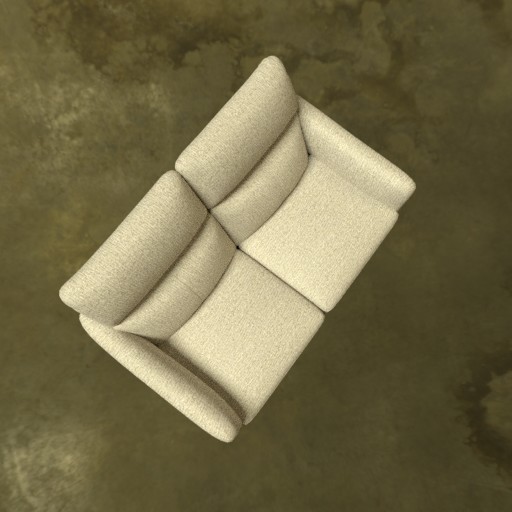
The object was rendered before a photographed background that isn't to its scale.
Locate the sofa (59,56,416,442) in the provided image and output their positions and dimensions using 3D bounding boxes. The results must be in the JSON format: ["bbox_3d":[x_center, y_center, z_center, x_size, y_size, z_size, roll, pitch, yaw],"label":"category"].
[{"bbox_3d":[0.000,0.000,2.156,0.905,0.950,1.540,37,79,9],"label":"sofa"}]
